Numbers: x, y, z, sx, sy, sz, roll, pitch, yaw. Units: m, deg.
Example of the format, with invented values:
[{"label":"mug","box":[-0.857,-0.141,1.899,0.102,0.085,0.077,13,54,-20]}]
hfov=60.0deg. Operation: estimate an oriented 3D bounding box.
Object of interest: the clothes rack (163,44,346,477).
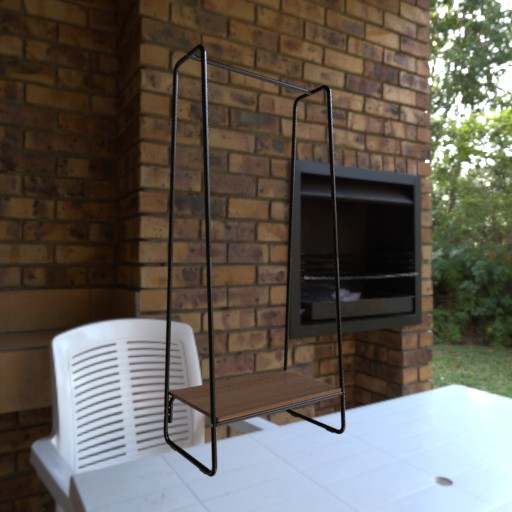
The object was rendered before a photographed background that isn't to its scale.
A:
[{"label":"clothes rack","box":[0.000,0.000,1.818,0.640,1.500,0.400,0,-1,-36]}]
